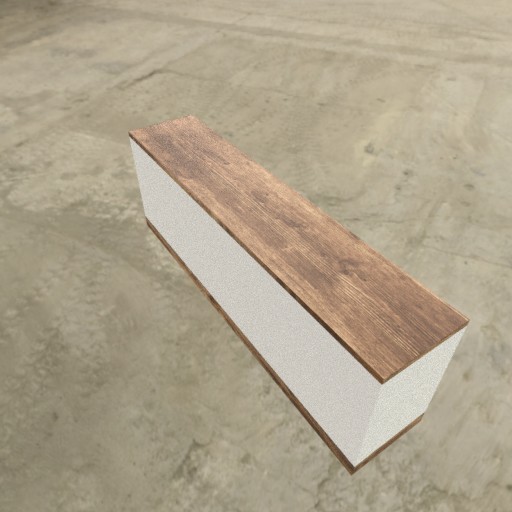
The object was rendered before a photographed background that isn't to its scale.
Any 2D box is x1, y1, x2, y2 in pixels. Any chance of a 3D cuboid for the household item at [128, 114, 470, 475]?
[{"bbox_3d":[0.000,0.000,2.041,0.390,0.615,1.800,-24,47,-25],"label":"household item"}]
